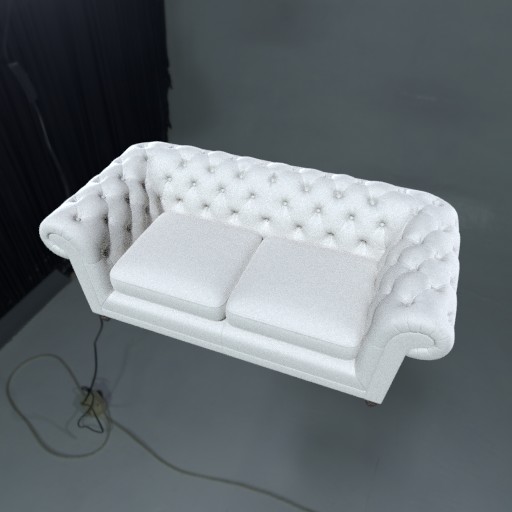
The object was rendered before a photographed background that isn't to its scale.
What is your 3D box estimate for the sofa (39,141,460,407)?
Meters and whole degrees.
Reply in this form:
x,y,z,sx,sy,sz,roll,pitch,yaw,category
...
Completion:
x,y,z,sx,sy,sz,roll,pitch,yaw,category
0.000,0.000,2.464,1.998,0.764,0.986,14,43,15,sofa
